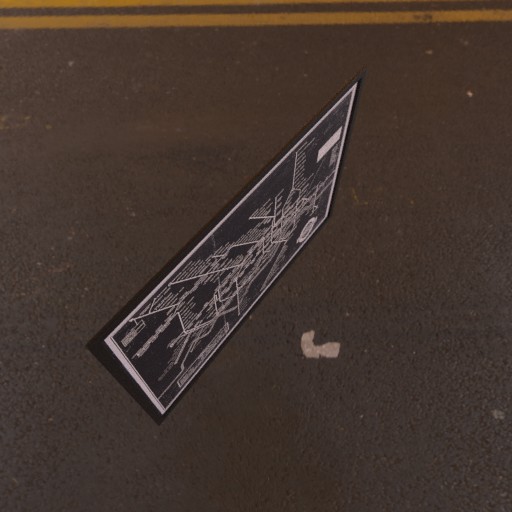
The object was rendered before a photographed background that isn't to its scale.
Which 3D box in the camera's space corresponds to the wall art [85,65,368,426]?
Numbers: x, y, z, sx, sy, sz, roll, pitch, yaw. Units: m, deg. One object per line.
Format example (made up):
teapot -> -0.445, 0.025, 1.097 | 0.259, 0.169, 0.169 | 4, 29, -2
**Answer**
wall art -> 0.000, 0.000, 1.528 | 0.013, 0.811, 1.192 | 33, 64, 18
